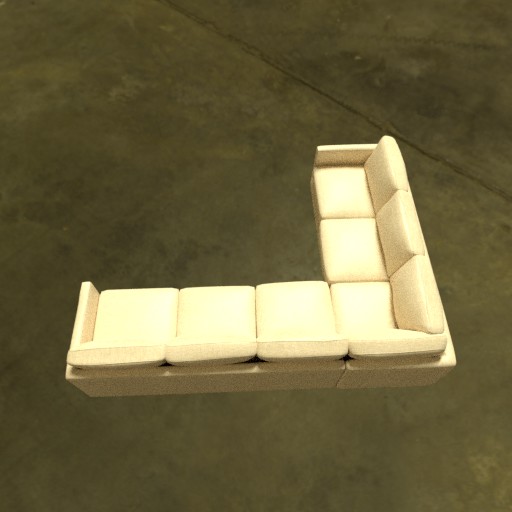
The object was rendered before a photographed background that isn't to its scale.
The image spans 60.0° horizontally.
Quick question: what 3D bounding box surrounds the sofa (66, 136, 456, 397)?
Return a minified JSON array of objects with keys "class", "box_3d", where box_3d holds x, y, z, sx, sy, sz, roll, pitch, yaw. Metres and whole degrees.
[{"class":"sofa","box_3d":[0.000,0.000,4.516,3.302,0.947,2.593,-2,59,-1]}]
